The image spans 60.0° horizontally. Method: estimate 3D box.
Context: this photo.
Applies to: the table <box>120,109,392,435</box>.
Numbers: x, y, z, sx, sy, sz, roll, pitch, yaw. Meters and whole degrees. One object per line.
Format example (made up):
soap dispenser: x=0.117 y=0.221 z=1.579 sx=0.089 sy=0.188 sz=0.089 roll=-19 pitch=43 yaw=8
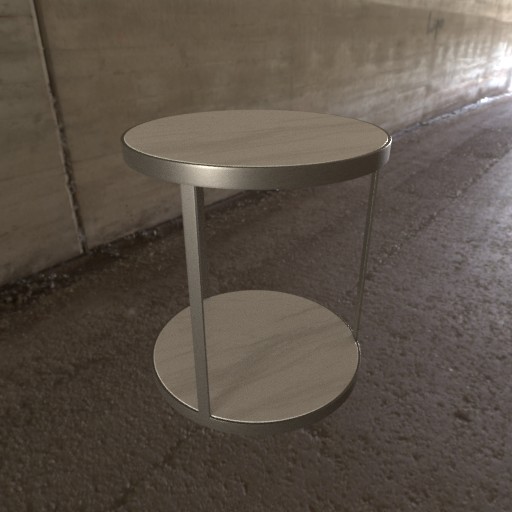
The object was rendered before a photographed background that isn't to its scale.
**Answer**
table: x=0.000 y=0.000 z=0.863 sx=0.445 sy=0.479 sz=0.445 roll=0 pitch=27 yaw=0
